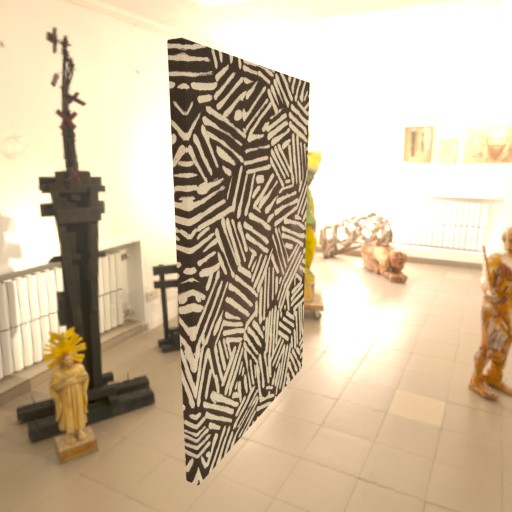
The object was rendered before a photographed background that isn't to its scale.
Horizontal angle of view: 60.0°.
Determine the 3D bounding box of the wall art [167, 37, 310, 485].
[{"bbox_3d":[0.000,0.000,1.149,0.035,0.918,0.615,7,15,27],"label":"wall art"}]
